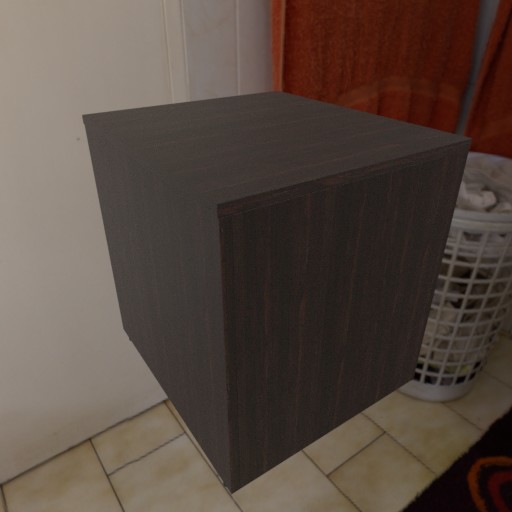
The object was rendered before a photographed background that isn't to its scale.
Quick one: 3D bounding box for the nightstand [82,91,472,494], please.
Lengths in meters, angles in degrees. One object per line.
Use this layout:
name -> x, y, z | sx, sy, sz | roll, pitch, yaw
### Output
nightstand -> 0.000, 0.000, 0.786 | 0.400, 0.460, 0.461 | -19, 35, -29
